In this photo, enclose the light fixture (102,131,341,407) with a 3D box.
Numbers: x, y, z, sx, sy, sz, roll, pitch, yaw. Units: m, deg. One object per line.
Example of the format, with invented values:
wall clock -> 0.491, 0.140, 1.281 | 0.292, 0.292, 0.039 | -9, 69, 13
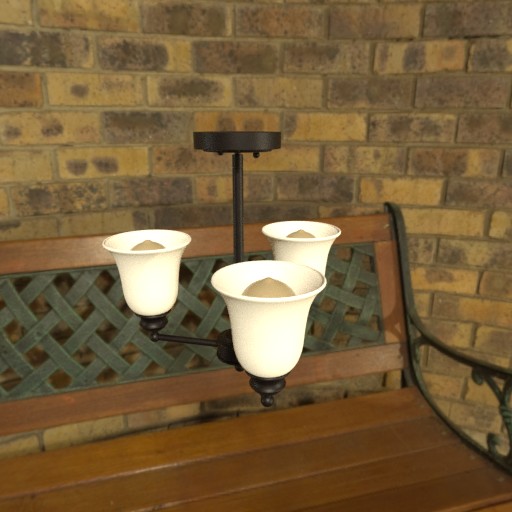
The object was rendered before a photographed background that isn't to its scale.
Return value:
light fixture -> 0.000, 0.000, 0.685 | 0.388, 0.370, 0.354 | 15, 22, 42
